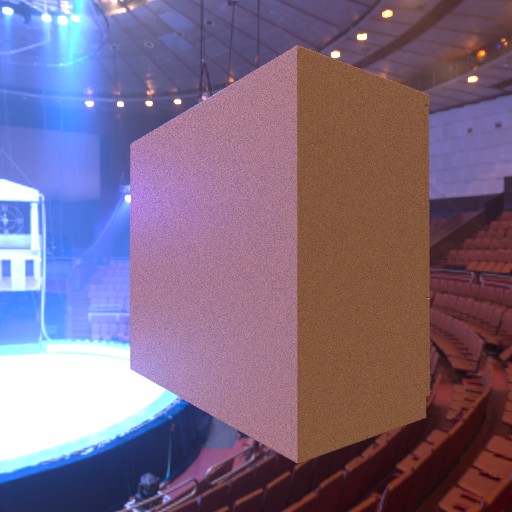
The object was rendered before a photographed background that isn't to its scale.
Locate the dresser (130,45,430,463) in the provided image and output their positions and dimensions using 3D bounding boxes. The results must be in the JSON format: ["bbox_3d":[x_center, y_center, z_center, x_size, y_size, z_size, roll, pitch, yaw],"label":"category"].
[{"bbox_3d":[0.000,0.000,1.242,0.420,0.740,0.830,0,-1,-36],"label":"dresser"}]
